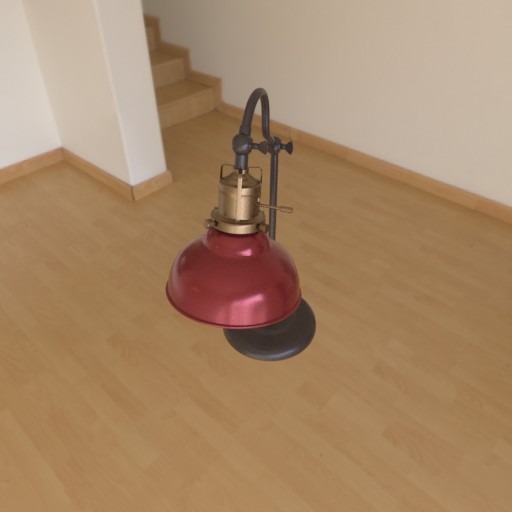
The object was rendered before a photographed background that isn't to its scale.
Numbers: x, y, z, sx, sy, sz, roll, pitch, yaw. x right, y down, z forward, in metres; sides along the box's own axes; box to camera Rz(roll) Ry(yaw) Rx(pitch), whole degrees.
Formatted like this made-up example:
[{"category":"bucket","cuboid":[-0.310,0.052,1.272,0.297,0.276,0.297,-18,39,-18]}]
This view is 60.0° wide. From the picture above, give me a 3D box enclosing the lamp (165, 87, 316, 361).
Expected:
[{"category":"lamp","cuboid":[0.000,0.000,0.685,0.192,0.508,0.374,11,41,13]}]
